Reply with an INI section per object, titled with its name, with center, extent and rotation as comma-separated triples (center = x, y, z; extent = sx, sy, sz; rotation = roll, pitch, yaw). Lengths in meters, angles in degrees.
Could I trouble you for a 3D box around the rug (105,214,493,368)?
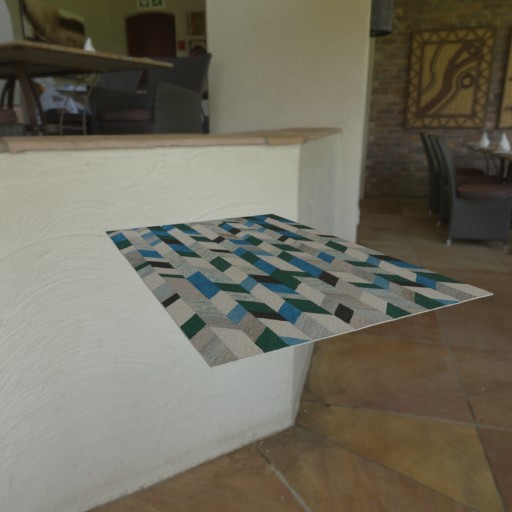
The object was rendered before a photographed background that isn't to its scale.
[rug]
center = 0.000, 0.000, 2.299
extent = 1.229, 0.005, 1.827
rotation = -9, 19, -26
